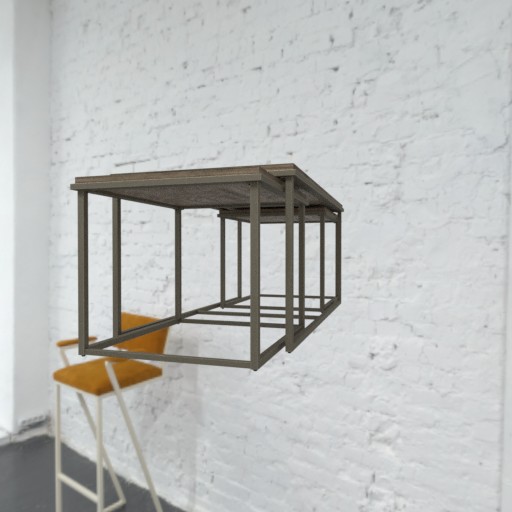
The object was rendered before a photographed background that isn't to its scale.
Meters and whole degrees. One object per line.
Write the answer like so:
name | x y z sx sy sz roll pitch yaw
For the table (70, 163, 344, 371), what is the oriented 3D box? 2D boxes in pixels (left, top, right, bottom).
table | 0.000 0.000 1.521 0.489 0.427 1.312 0 1 17
